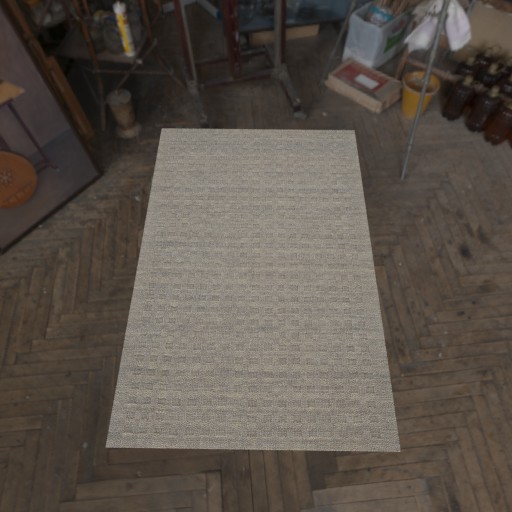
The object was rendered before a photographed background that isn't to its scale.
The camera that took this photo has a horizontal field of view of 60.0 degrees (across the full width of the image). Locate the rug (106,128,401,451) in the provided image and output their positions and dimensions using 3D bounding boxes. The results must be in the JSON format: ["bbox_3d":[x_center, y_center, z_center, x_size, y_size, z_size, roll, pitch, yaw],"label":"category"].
[{"bbox_3d":[0.000,0.000,2.172,1.142,0.006,1.752,1,59,0],"label":"rug"}]
